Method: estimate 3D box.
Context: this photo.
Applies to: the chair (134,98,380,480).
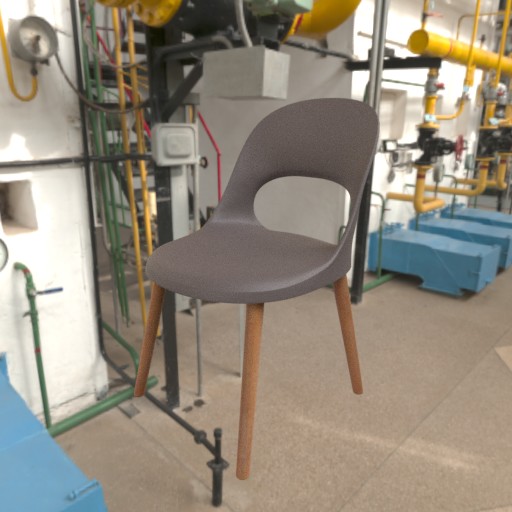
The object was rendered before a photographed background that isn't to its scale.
[{"bbox_3d":[0.000,0.000,1.153,0.470,0.794,0.556,16,23,43],"label":"chair"}]
